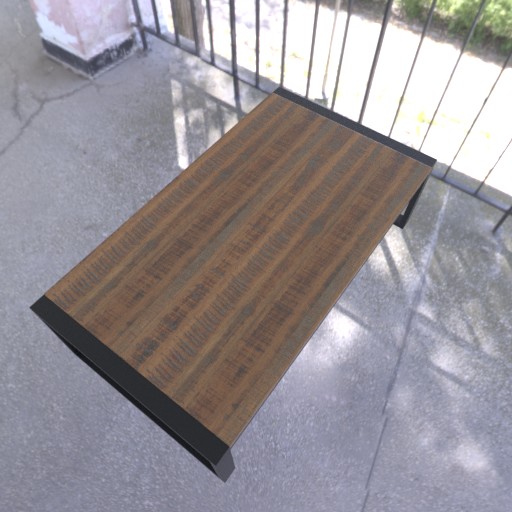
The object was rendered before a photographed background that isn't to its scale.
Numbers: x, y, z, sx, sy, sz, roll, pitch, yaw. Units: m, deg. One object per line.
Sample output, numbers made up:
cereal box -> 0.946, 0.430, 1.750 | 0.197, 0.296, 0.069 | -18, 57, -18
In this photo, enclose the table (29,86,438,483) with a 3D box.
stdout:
table -> 0.000, 0.000, 1.713 | 0.750, 0.400, 1.350 | 32, 63, 19
